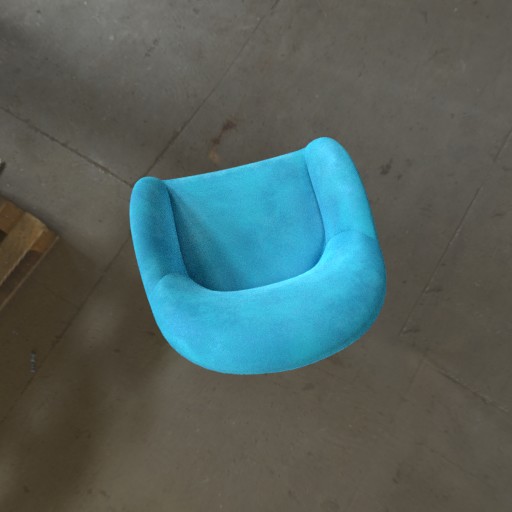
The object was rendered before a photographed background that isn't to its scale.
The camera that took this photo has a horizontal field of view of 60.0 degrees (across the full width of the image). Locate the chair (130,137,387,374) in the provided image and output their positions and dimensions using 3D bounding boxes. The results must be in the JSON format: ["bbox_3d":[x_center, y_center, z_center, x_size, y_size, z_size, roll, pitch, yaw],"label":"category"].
[{"bbox_3d":[0.000,0.000,1.210,0.550,0.795,0.590,-13,78,-3],"label":"chair"}]
